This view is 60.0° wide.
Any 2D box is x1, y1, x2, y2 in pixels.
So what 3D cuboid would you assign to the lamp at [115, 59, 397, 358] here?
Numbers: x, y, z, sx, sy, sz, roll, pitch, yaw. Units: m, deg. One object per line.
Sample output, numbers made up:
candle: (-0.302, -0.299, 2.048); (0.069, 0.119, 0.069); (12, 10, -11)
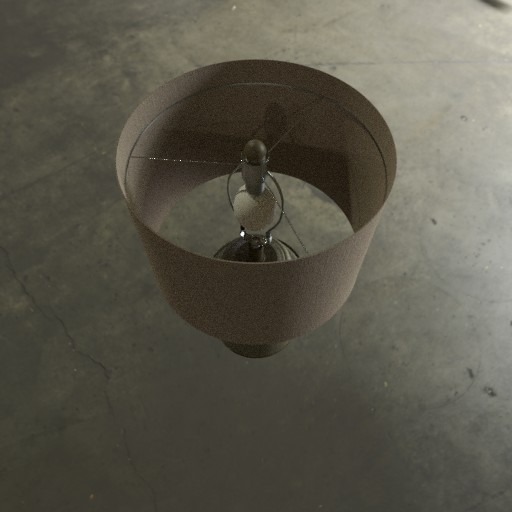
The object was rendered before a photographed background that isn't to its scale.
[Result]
lamp: (0.000, 0.000, 0.709); (0.318, 0.486, 0.318); (0, 58, 0)
